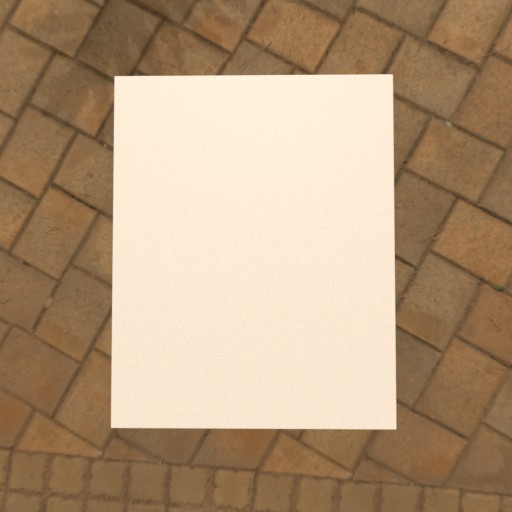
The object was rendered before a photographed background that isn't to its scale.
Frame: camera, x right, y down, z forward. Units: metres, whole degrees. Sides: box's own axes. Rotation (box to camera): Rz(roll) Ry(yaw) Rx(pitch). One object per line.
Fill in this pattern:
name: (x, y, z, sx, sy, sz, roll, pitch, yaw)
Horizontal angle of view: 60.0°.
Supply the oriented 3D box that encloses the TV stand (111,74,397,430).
TV stand: (0.000, 0.000, 0.915, 0.405, 0.559, 0.508, 0, 88, 1)
